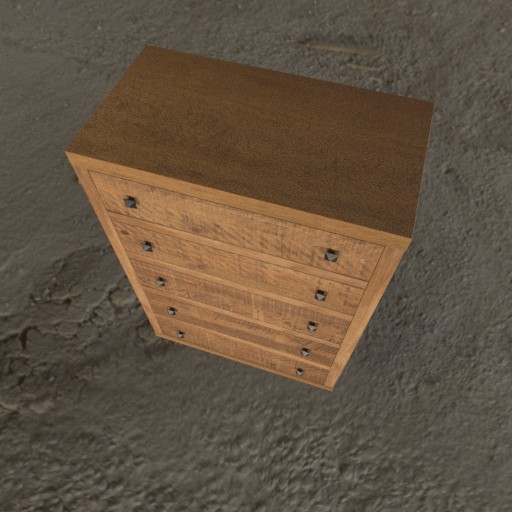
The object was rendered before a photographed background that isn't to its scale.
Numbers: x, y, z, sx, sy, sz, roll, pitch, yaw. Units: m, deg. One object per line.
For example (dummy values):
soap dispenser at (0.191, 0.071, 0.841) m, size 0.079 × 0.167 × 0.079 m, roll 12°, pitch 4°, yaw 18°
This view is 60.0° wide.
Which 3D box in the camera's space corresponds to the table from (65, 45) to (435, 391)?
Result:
table at (0.000, 0.000, 1.751) m, size 0.901 × 1.294 × 0.524 m, roll 15°, pitch 59°, yaw 9°
